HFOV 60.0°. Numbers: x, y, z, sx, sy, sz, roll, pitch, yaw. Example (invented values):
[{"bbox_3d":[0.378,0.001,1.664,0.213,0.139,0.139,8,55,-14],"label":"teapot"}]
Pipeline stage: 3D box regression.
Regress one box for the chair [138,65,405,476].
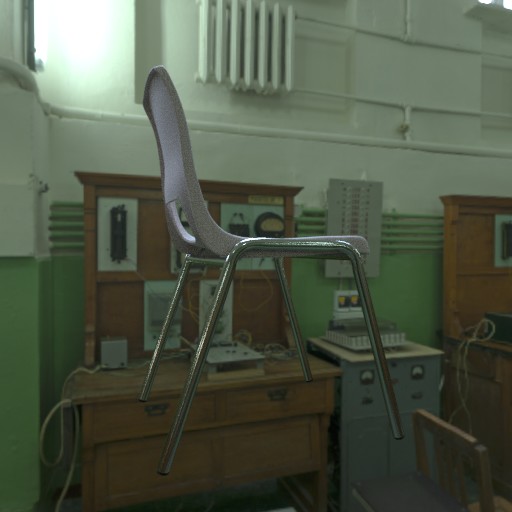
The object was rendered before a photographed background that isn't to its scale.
[{"bbox_3d":[0.000,0.000,0.891,0.436,0.653,0.381,0,1,-19],"label":"chair"}]
